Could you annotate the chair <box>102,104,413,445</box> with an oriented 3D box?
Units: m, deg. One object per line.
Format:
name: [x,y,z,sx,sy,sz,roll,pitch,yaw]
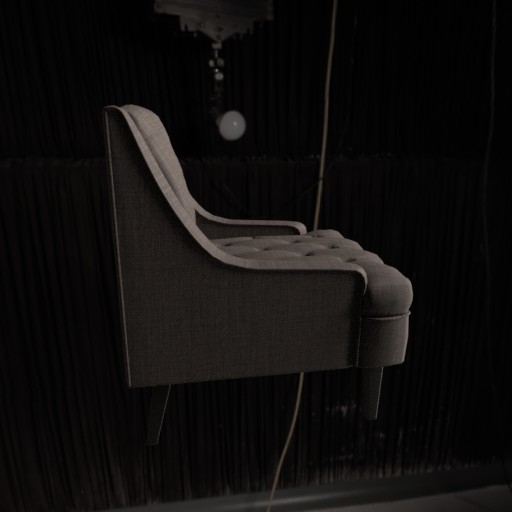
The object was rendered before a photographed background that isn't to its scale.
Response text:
chair: [0.000,0.000,1.411,0.771,0.891,0.655,-3,16,-9]
